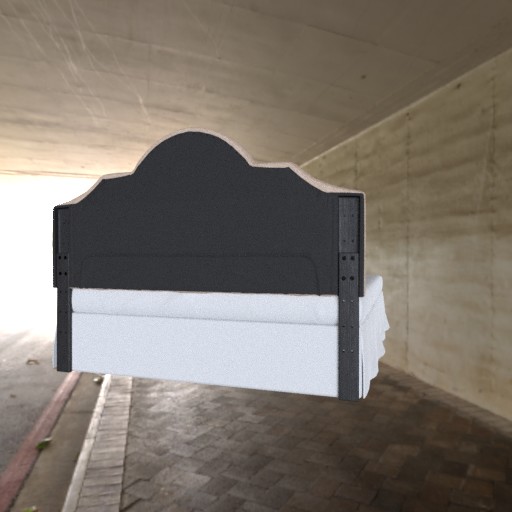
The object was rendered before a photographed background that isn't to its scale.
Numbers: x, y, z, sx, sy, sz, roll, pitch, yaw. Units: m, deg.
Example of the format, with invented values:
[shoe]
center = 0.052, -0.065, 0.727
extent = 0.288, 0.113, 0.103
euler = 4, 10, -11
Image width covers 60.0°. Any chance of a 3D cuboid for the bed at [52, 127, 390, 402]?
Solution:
[bed]
center = 0.000, 0.000, 2.968
extent = 1.667, 1.194, 1.970
euler = 0, 0, 18
